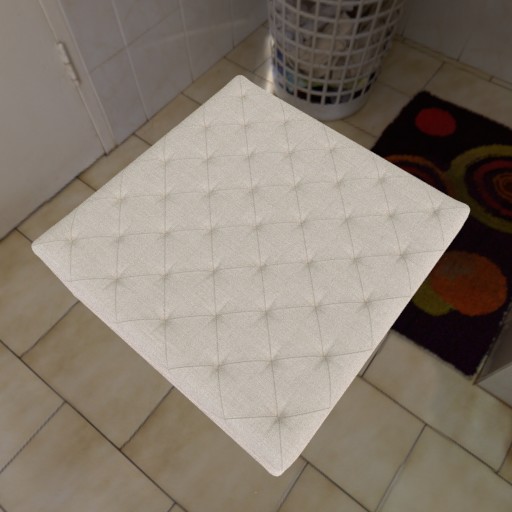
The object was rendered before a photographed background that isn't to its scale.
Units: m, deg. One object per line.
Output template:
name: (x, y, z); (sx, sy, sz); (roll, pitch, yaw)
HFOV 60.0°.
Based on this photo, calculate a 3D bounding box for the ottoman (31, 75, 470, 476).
ottoman: (0.000, 0.000, 1.607); (1.028, 0.439, 1.028); (36, 68, 17)
